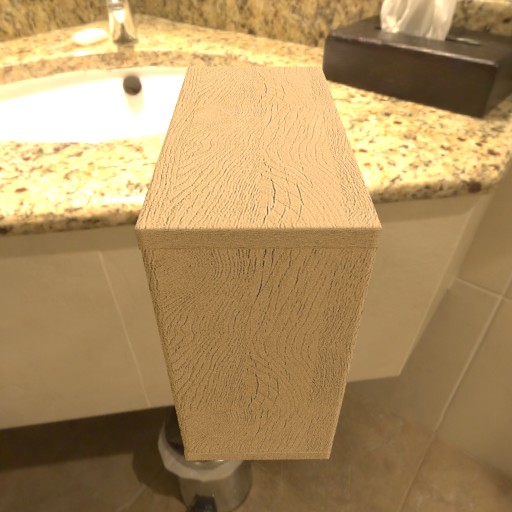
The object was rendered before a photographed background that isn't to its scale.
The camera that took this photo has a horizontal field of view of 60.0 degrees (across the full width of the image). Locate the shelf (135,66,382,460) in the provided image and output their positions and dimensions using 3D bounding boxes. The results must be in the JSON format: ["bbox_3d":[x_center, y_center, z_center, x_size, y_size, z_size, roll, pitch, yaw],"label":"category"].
[{"bbox_3d":[0.000,0.000,1.253,0.390,0.786,0.790,0,40,0],"label":"shelf"}]
